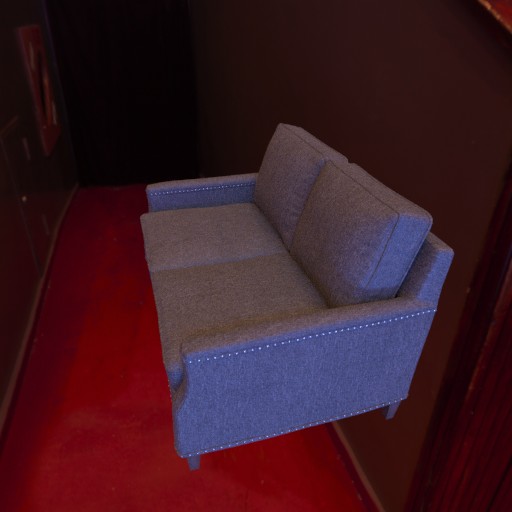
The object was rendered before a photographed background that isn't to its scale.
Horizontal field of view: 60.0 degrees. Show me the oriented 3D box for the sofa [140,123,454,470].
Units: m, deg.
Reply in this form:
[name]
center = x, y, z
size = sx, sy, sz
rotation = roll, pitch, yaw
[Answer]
[sofa]
center = 0.000, 0.000, 2.263
size = 1.084, 1.003, 1.597
rotation = -8, 31, -14
